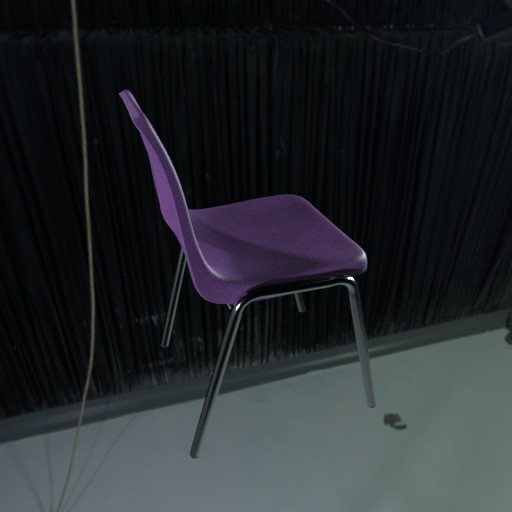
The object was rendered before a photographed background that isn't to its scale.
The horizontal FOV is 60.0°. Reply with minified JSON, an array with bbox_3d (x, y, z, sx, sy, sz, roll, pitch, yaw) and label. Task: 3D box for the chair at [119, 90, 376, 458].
[{"bbox_3d":[0.000,0.000,0.902,0.432,0.654,0.381,-11,32,-17],"label":"chair"}]
